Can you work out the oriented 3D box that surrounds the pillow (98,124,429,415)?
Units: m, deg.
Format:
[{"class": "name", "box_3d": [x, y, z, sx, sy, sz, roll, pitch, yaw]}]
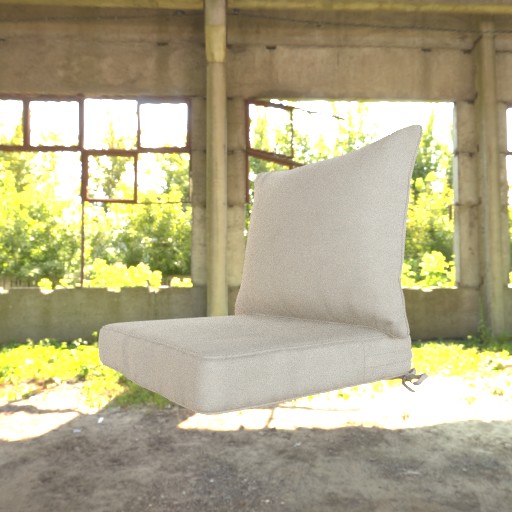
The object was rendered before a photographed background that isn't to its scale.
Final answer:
[{"class": "pillow", "box_3d": [0.000, 0.000, 1.322, 0.733, 0.716, 0.798, 2, -3, -36]}]
